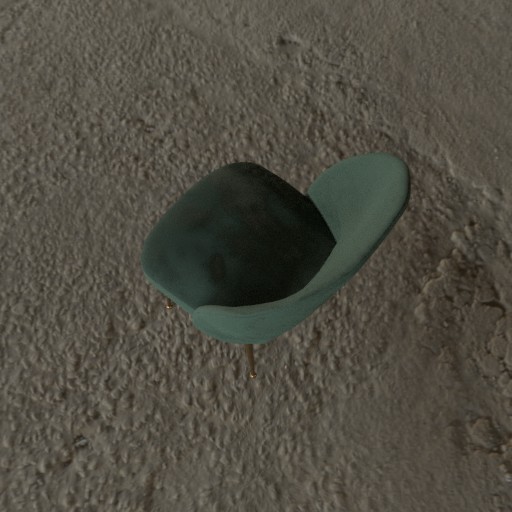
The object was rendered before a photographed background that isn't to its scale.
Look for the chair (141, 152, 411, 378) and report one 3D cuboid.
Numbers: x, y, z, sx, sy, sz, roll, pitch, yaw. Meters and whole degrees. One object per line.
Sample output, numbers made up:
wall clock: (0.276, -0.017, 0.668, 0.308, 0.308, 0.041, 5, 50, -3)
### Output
chair: (0.000, 0.000, 1.236, 0.577, 0.860, 0.527, 36, 69, 16)
